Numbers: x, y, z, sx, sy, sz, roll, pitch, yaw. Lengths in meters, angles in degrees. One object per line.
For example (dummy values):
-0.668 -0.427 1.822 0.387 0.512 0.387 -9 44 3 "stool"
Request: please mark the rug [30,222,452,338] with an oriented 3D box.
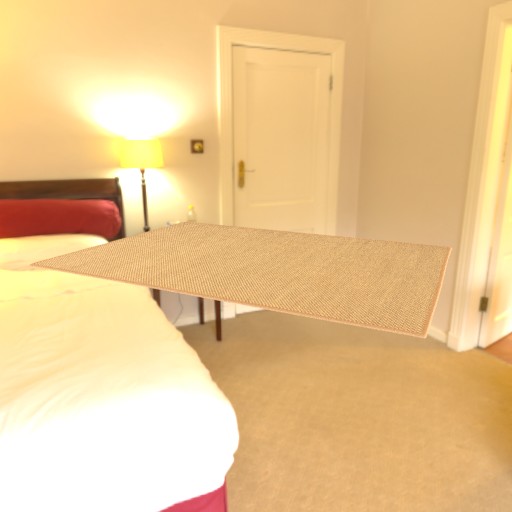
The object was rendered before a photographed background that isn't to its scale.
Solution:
0.000 0.000 2.717 2.134 0.013 1.524 7 16 26 "rug"
